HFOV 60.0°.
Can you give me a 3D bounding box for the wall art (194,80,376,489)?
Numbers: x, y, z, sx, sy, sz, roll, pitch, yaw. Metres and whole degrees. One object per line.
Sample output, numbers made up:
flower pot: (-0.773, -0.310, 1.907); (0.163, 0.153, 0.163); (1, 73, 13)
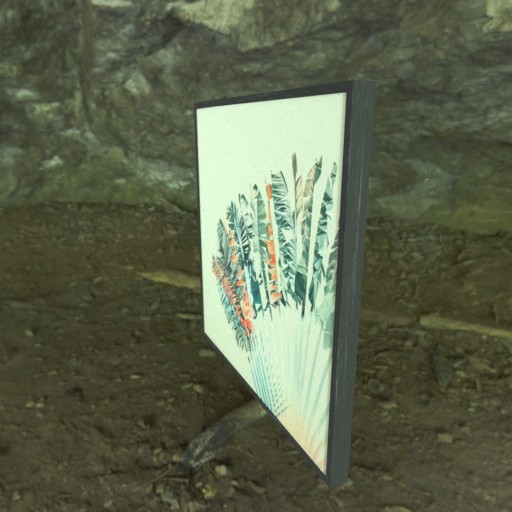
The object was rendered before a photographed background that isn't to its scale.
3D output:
wall art: (0.000, 0.000, 1.112); (0.043, 0.758, 0.762); (-8, 18, -25)
